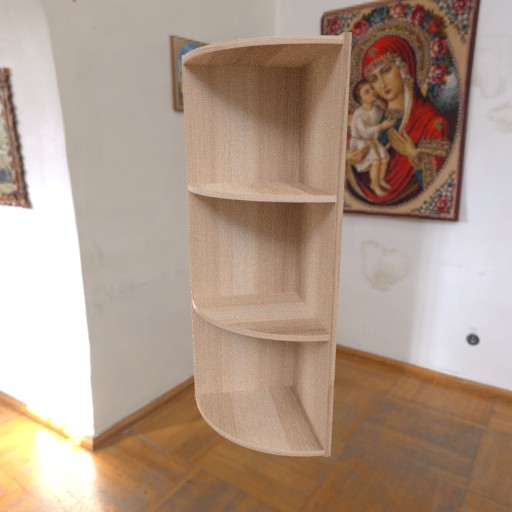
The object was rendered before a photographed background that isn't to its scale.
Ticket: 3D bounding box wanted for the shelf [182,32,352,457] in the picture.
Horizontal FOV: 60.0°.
[{"bbox_3d":[0.000,0.000,1.001,0.290,0.872,0.290,-3,15,-10],"label":"shelf"}]
